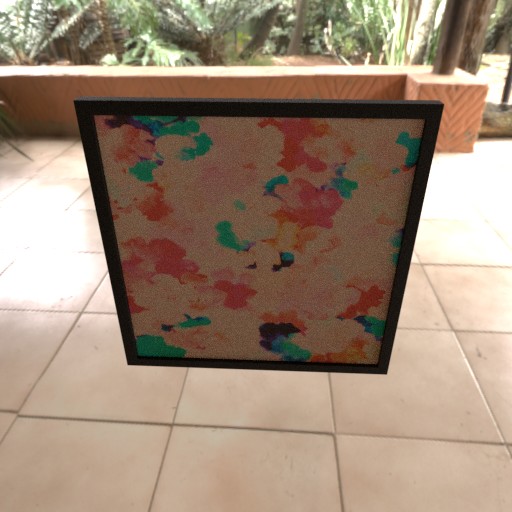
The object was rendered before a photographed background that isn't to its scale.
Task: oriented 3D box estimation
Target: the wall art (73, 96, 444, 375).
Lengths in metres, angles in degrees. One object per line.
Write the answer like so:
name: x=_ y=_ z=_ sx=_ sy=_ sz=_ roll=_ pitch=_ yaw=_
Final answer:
wall art: x=0.000 y=0.000 z=0.450 sx=0.306 sy=0.304 sz=0.015 roll=1 pitch=31 yaw=2
